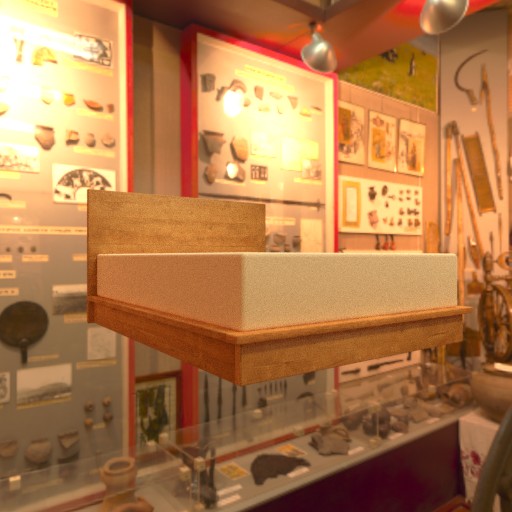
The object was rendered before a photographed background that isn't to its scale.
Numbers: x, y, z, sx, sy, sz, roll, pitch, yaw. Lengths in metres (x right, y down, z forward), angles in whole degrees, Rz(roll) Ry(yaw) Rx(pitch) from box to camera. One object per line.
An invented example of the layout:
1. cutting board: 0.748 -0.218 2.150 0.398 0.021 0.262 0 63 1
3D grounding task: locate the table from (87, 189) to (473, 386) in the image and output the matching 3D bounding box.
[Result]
1. table: 0.000 0.000 3.071 1.707 1.041 2.149 0 0 -35
